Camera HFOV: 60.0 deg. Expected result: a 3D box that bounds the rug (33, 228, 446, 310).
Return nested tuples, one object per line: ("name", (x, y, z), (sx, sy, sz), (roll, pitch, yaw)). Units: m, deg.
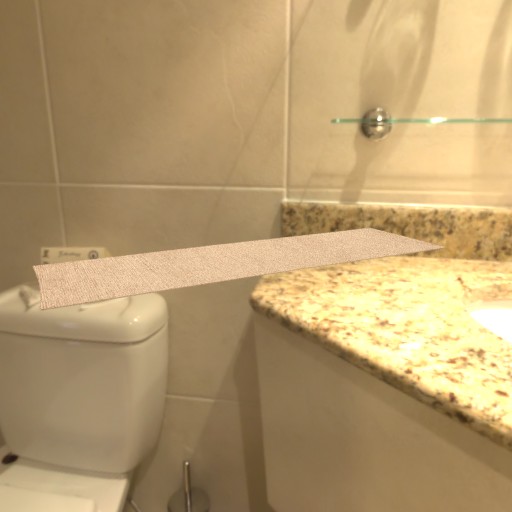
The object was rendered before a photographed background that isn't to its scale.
("rug", (0.000, 0.000, 2.602), (2.346, 0.013, 0.712), (-7, 17, -26))
